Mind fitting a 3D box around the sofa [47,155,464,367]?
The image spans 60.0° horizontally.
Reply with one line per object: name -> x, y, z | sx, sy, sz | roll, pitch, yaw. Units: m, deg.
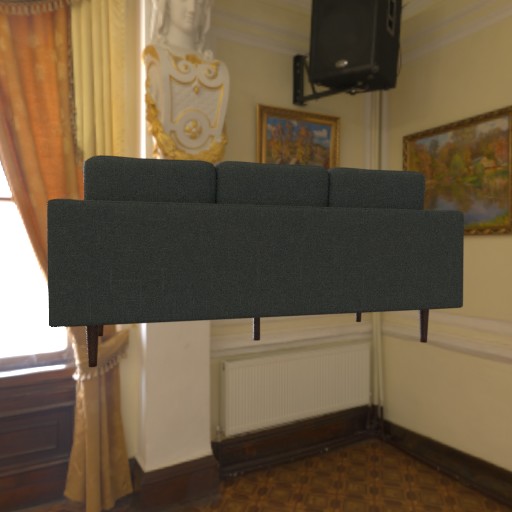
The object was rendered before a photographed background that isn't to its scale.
sofa -> 0.000, 0.000, 2.493 | 2.013, 0.945, 0.935 | 0, 1, -17
